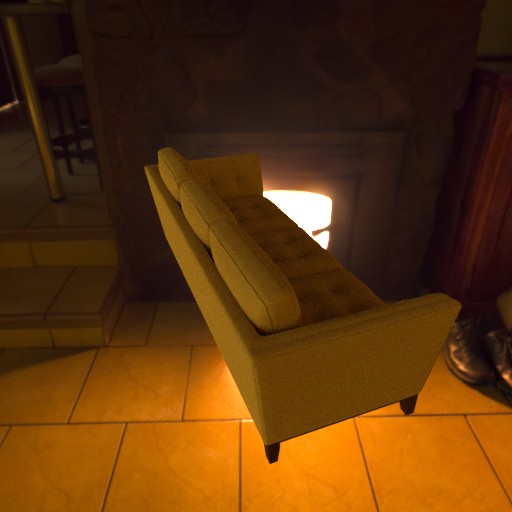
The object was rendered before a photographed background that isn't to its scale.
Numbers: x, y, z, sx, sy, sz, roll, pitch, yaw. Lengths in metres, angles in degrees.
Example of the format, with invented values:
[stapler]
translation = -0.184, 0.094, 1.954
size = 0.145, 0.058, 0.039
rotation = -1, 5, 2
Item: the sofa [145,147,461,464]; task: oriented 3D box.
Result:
[sofa]
translation = 0.000, 0.000, 2.837
size = 0.965, 0.940, 2.388
rotation = -11, 31, -19
